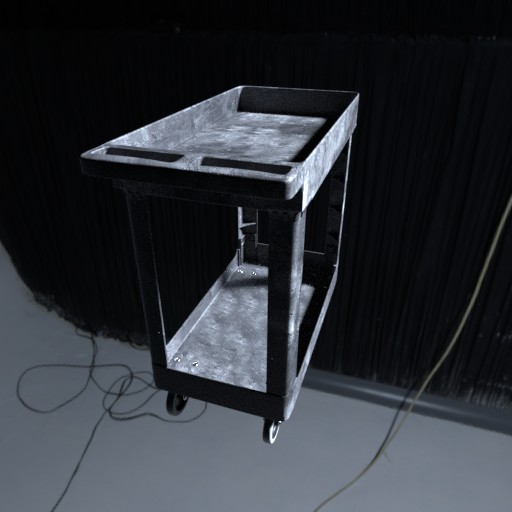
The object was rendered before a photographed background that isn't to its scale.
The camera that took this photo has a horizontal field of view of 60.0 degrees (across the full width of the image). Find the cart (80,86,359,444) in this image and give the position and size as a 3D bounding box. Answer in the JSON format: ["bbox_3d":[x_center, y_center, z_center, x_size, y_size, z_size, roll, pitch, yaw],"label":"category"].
[{"bbox_3d":[0.000,0.000,1.334,0.420,0.824,0.877,10,31,16],"label":"cart"}]
